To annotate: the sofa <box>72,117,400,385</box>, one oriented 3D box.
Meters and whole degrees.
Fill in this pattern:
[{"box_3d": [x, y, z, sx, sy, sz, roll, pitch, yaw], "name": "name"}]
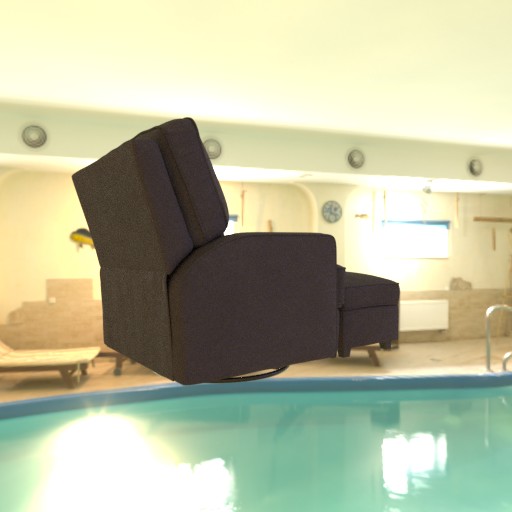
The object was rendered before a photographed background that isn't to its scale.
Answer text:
[{"box_3d": [0.000, 0.000, 2.080, 1.472, 0.959, 0.861, 0, 0, -36], "name": "sofa"}]
